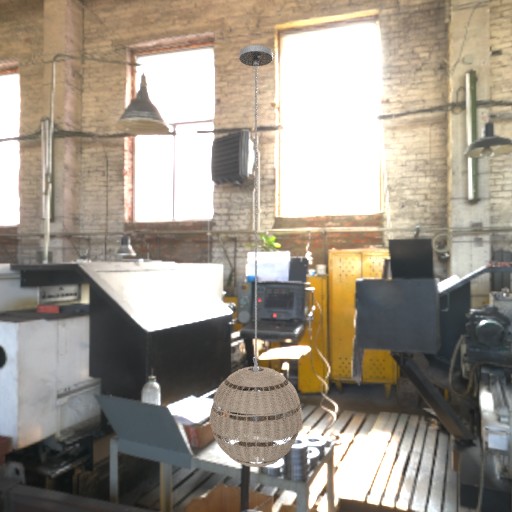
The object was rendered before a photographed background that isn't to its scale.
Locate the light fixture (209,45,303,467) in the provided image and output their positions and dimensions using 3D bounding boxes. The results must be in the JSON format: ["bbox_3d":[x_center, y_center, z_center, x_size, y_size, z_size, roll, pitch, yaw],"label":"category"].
[{"bbox_3d":[0.000,0.000,2.197,0.457,2.019,0.457,0,-1,-18],"label":"light fixture"}]
